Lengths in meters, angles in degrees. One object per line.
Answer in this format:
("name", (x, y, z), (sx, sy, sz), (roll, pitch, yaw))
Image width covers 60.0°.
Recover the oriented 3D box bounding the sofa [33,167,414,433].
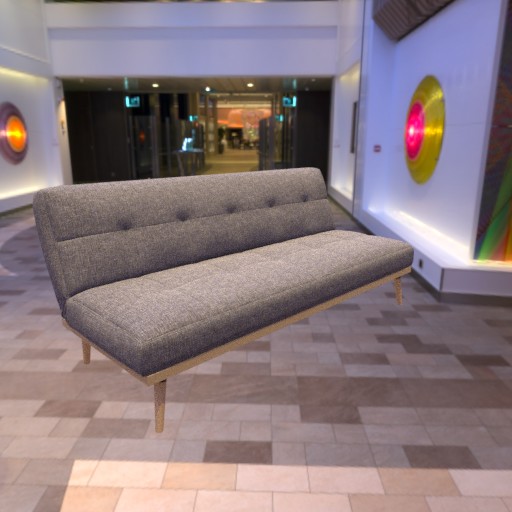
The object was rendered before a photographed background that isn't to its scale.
("sofa", (0.000, 0.000, 2.226), (1.820, 0.770, 0.820), (-14, 21, -43))
